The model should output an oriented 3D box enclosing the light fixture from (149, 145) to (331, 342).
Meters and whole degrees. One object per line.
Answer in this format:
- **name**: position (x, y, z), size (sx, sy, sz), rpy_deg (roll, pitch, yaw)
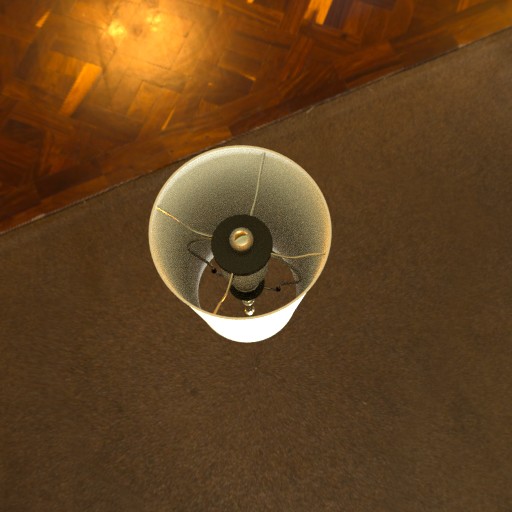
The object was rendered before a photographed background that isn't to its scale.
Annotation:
- **light fixture**: position (0.000, 0.000, 0.543), size (0.128, 0.462, 0.208), rpy_deg (16, 76, 4)
